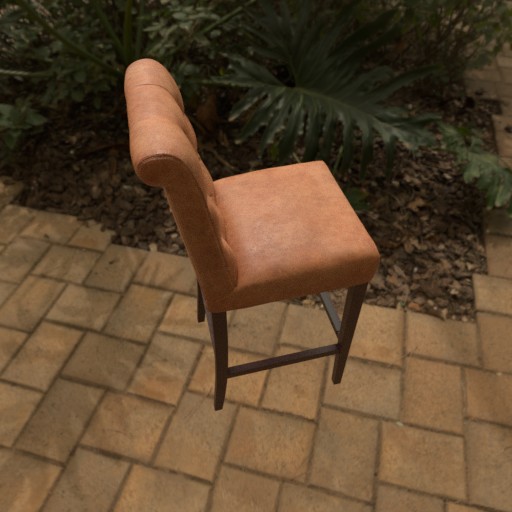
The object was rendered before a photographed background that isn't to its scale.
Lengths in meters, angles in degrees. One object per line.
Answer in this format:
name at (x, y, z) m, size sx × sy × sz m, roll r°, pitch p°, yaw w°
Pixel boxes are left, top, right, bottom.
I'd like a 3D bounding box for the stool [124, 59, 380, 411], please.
stool at (0.000, 0.000, 1.434) m, size 0.601 × 1.140 × 0.493 m, roll -10°, pitch 47°, yaw -10°
